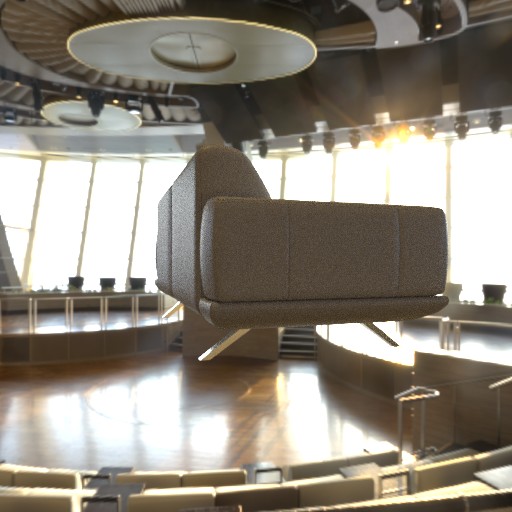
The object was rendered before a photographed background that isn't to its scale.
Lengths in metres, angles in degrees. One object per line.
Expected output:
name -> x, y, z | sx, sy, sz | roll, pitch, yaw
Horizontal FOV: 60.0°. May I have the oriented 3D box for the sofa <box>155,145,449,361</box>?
sofa -> 0.000, 0.000, 2.349 | 0.900, 0.772, 1.901 | 0, -1, -18
